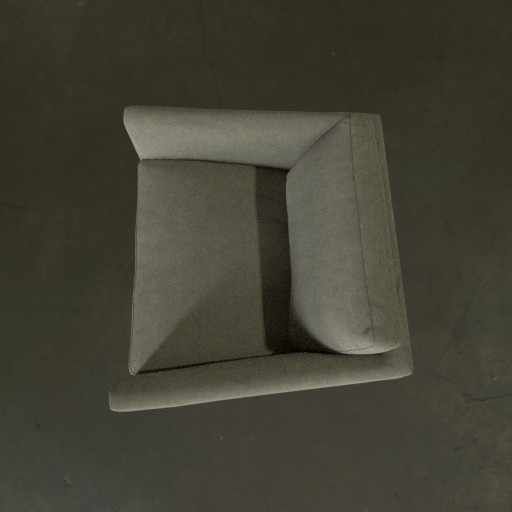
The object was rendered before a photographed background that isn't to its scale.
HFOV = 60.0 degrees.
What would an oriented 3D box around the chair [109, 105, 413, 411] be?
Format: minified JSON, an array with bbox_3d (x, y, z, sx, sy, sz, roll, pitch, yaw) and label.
[{"bbox_3d":[0.000,0.000,1.895,1.091,0.845,1.190,-2,74,-1],"label":"chair"}]
